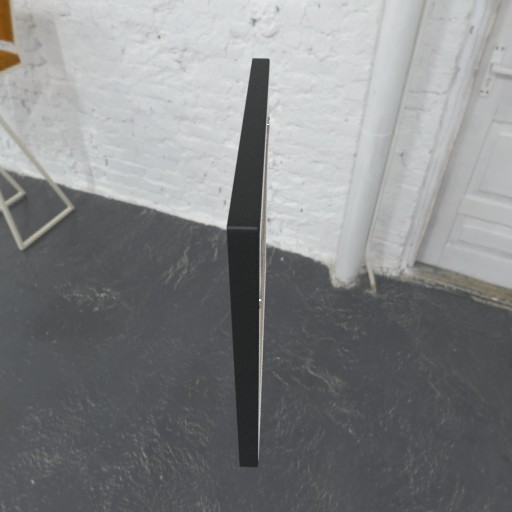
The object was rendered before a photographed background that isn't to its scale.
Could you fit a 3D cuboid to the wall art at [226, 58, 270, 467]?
[{"bbox_3d":[0.000,0.000,0.929,0.043,0.611,0.610,2,41,2],"label":"wall art"}]
